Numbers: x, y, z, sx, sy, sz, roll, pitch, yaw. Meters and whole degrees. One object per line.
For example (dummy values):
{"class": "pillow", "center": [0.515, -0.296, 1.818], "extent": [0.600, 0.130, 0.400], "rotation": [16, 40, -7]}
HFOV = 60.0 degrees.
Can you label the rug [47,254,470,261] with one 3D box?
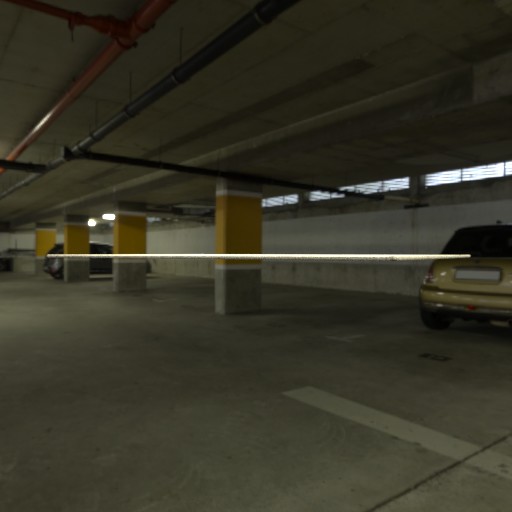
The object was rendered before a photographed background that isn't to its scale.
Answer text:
{"class": "rug", "center": [0.000, 0.000, 2.290], "extent": [1.832, 0.016, 1.224], "rotation": [0, 0, 35]}
